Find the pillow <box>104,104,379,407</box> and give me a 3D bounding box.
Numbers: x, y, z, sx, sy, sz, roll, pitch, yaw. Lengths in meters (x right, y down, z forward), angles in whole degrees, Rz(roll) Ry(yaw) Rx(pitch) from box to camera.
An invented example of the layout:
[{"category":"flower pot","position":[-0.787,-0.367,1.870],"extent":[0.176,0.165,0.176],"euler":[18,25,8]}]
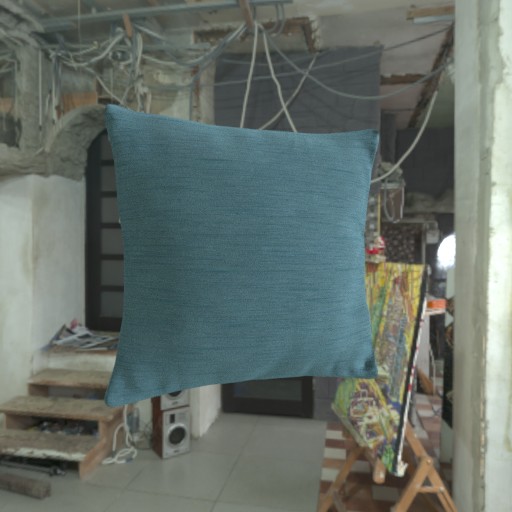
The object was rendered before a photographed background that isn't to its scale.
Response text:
[{"category":"pillow","position":[0.000,0.000,0.665],"extent":[0.433,0.415,0.151],"euler":[0,1,-18]}]
